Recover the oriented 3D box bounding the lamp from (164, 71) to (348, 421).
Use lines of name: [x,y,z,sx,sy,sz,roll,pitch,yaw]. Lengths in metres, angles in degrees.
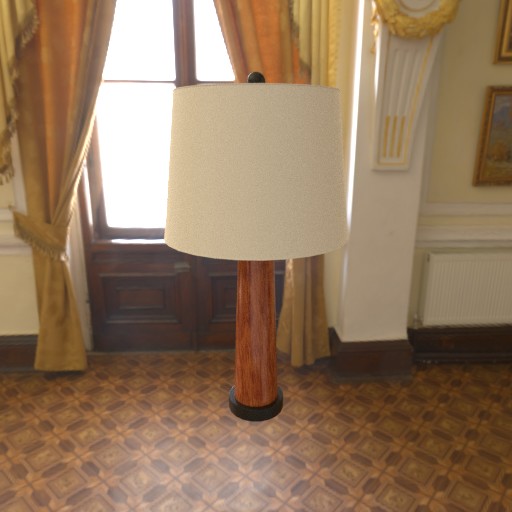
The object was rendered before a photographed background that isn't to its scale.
lamp: [0.000,0.000,0.864,0.349,0.667,0.349,0,16,0]
